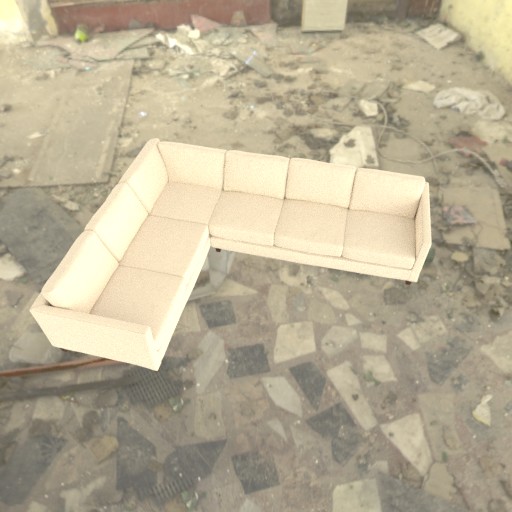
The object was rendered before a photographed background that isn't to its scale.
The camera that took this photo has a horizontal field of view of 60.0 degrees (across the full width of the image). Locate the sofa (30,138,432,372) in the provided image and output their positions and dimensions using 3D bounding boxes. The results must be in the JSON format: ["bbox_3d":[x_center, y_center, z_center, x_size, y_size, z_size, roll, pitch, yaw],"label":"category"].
[{"bbox_3d":[0.000,0.000,4.272,3.182,0.863,2.432,10,48,9],"label":"sofa"}]
